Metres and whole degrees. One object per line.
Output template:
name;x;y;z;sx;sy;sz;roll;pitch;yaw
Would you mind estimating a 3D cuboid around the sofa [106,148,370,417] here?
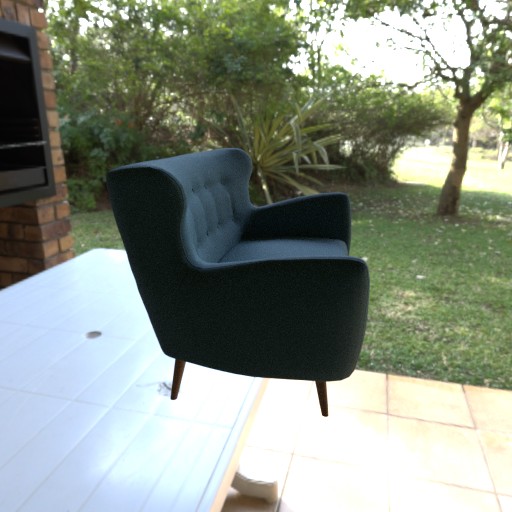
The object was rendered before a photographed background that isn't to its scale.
sofa;0.000;0.000;1.989;0.889;0.889;1.397;3;16;9
